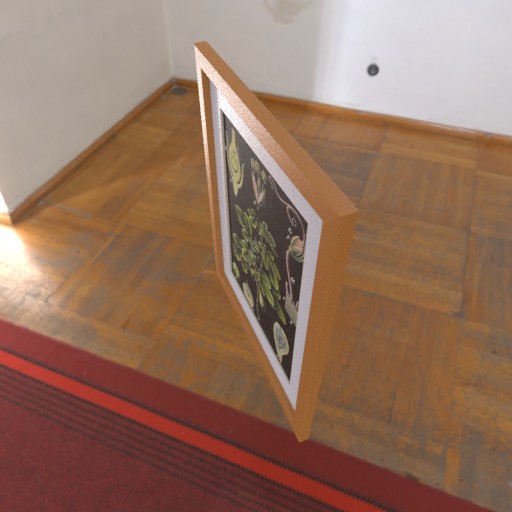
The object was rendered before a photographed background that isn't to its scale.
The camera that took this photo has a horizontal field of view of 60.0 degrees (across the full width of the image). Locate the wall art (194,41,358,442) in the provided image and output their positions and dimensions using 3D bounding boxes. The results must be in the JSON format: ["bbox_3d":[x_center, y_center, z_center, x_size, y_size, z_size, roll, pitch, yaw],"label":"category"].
[{"bbox_3d":[0.000,0.000,0.762,0.022,0.553,0.452,-17,49,-16],"label":"wall art"}]
